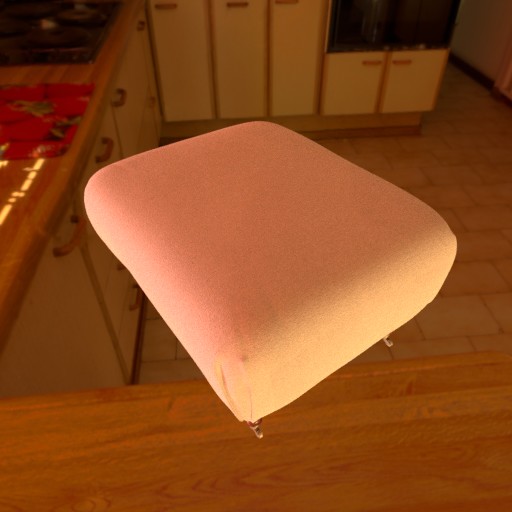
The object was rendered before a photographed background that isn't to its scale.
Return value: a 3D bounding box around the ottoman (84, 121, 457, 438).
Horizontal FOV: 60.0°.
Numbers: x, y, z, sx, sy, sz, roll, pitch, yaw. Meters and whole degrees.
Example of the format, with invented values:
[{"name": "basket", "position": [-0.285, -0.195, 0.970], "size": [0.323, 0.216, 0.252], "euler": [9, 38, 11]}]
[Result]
[{"name": "ottoman", "position": [0.000, 0.000, 1.130], "size": [0.622, 0.450, 0.746], "euler": [-25, 47, -27]}]
